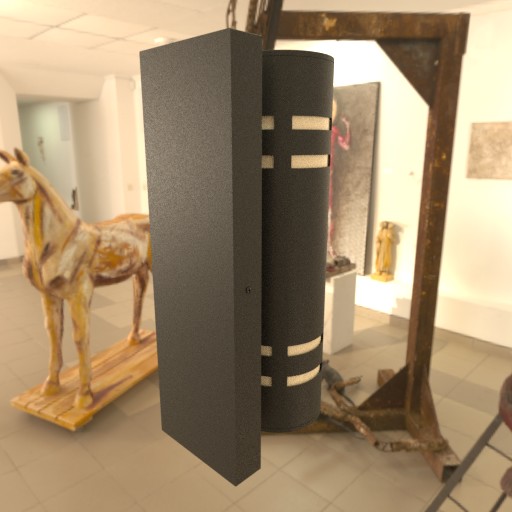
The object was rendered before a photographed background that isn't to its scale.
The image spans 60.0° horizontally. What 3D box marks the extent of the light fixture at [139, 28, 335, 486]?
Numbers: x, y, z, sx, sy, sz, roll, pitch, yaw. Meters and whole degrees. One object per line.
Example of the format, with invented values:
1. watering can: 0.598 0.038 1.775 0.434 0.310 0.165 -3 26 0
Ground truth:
1. light fixture: 0.000 0.000 0.395 0.105 0.330 0.149 14 20 43
